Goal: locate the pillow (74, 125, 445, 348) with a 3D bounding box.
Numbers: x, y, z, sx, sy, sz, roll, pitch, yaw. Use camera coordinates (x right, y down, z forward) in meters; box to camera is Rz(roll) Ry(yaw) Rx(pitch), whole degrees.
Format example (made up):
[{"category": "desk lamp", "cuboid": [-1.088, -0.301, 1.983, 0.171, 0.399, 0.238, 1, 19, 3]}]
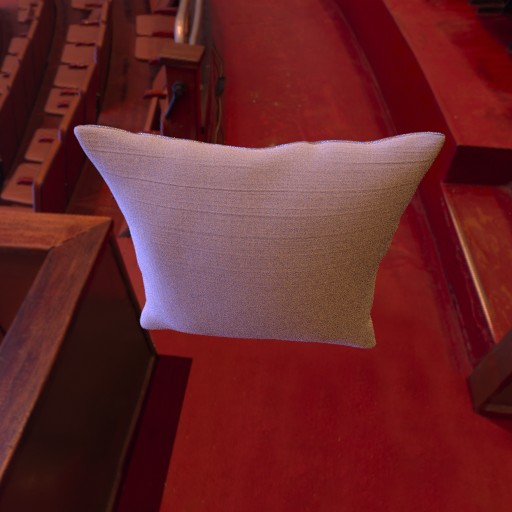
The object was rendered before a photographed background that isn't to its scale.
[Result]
[{"category": "pillow", "cuboid": [0.000, 0.000, 0.721, 0.470, 0.464, 0.175, 3, 48, 3]}]
